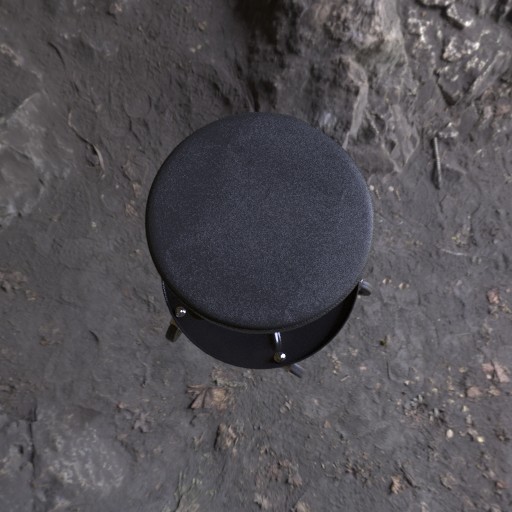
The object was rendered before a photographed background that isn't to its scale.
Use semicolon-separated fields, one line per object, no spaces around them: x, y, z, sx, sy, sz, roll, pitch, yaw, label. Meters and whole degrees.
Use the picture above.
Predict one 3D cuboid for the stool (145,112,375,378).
0.000;0.000;0.688;0.381;0.365;0.382;37;78;9;stool
